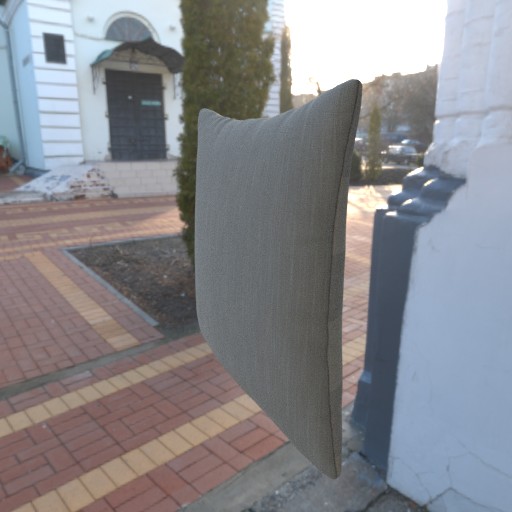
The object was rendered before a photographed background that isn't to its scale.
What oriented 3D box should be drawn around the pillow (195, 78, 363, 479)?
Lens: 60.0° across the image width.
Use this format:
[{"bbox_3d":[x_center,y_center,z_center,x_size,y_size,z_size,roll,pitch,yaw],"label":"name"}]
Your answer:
[{"bbox_3d":[0.000,0.000,0.755,0.161,0.509,0.511,-7,16,-25],"label":"pillow"}]
